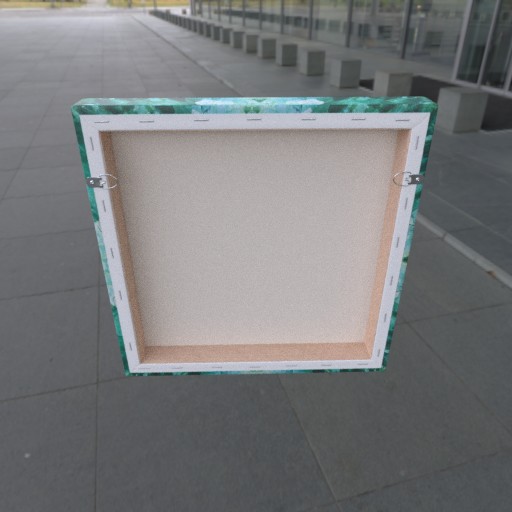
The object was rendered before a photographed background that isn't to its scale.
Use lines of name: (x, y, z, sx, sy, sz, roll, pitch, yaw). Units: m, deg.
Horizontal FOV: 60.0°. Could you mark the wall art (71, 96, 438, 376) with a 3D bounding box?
wall art: (0.000, 0.000, 0.466, 0.313, 0.313, 0.033, -1, 30, -1)
